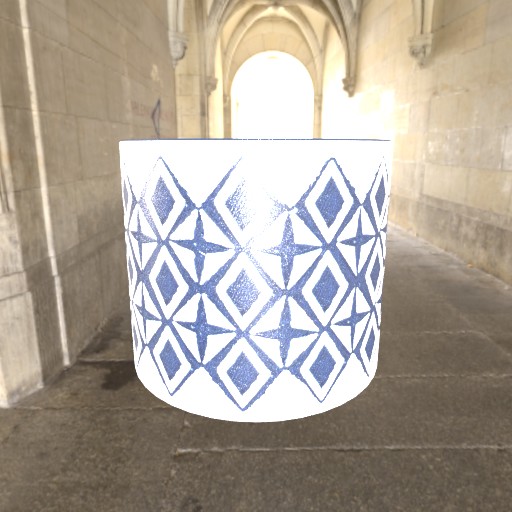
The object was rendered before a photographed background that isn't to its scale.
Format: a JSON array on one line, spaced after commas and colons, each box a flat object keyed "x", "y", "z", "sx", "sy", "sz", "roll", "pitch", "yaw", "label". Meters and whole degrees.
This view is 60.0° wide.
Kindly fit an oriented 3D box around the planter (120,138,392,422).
[{"x": 0.000, "y": 0.000, "z": 0.285, "sx": 0.159, "sy": 0.144, "sz": 0.159, "roll": 0, "pitch": 14, "yaw": 0, "label": "planter"}]
